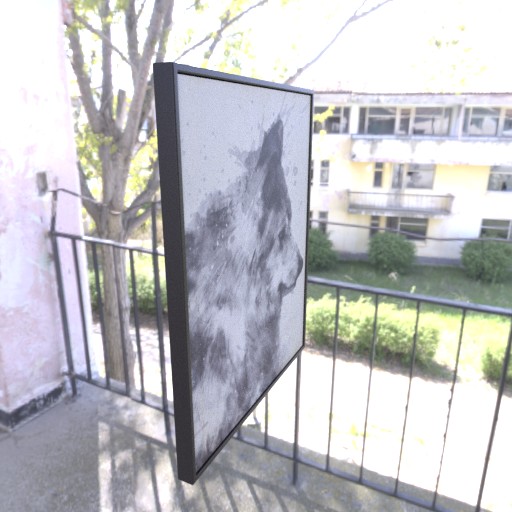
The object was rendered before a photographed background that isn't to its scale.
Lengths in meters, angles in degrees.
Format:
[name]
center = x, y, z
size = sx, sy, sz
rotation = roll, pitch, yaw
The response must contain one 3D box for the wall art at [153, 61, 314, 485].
[wall art]
center = 0.000, 0.000, 0.745
size = 0.028, 0.551, 0.451
rotation = 8, 18, 25
